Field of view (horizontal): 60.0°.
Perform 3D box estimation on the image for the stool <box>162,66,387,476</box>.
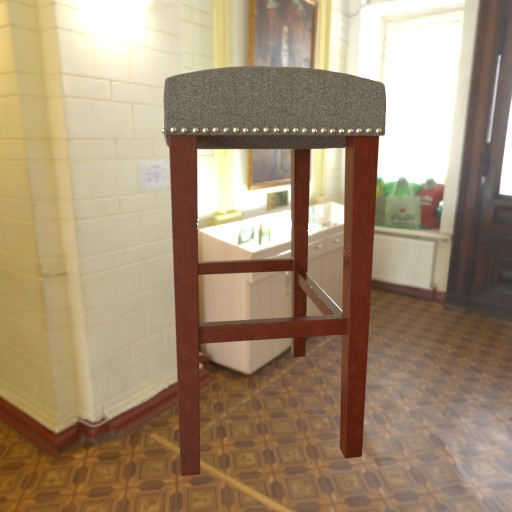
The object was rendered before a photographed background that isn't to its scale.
[{"bbox_3d":[0.000,0.000,1.015,0.372,0.742,0.504,-2,14,-8],"label":"stool"}]
